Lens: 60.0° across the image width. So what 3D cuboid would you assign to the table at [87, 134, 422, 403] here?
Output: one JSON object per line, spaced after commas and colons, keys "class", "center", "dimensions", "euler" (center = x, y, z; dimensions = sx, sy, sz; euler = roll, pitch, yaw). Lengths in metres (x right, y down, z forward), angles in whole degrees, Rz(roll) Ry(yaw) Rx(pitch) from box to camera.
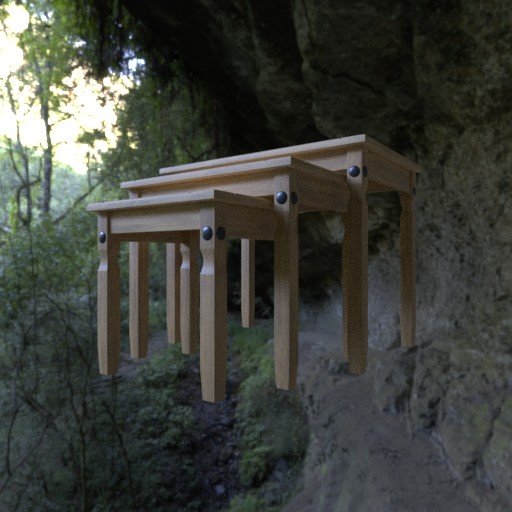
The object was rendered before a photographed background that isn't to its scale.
{"class": "table", "center": [0.000, 0.000, 1.201], "dimensions": [0.660, 0.535, 0.773], "euler": [0, 0, 36]}
